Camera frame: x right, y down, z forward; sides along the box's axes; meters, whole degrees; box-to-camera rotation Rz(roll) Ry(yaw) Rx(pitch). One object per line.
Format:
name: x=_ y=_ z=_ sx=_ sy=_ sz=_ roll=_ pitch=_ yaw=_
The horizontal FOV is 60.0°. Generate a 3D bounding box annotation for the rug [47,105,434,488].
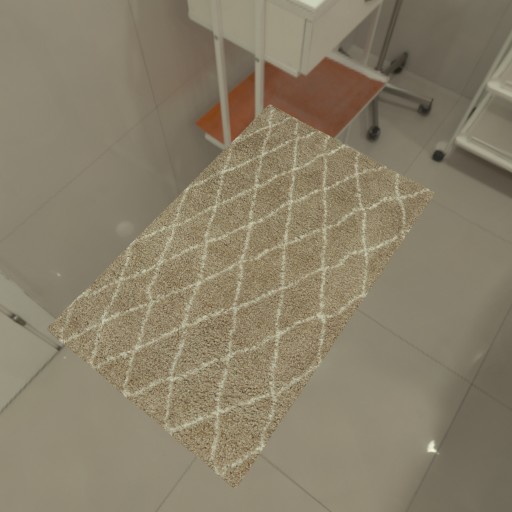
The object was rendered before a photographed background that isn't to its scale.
rug: x=0.000 y=0.000 z=3.067 sx=1.524 sy=0.030 sz=2.438 roll=33 pitch=67 yaw=16
